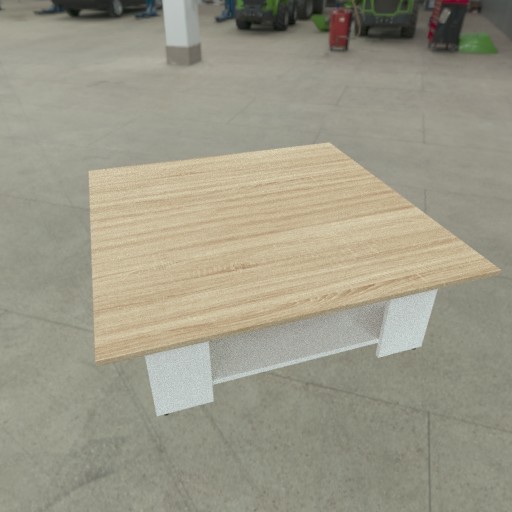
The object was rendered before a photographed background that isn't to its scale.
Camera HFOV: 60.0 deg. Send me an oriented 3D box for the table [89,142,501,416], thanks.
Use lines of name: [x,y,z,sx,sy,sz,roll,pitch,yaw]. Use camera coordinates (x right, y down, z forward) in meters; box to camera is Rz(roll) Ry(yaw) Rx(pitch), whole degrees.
table: [0.000,0.000,1.334,0.890,0.305,0.890,-10,35,-15]
